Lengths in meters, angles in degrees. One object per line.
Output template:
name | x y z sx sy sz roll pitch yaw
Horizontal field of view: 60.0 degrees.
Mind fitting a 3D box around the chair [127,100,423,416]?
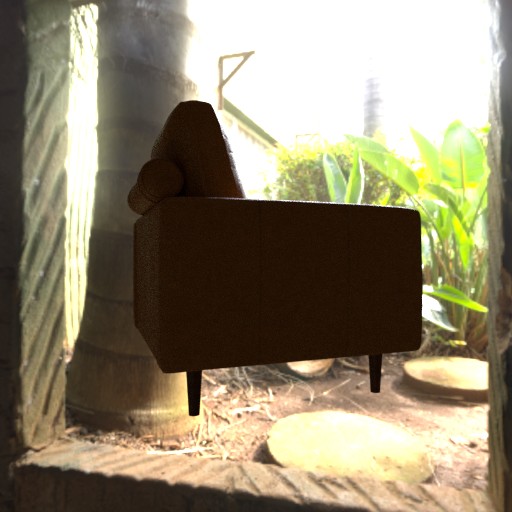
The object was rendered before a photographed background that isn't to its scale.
chair | 0.000 0.000 1.599 0.868 0.896 0.831 0 0 -20
